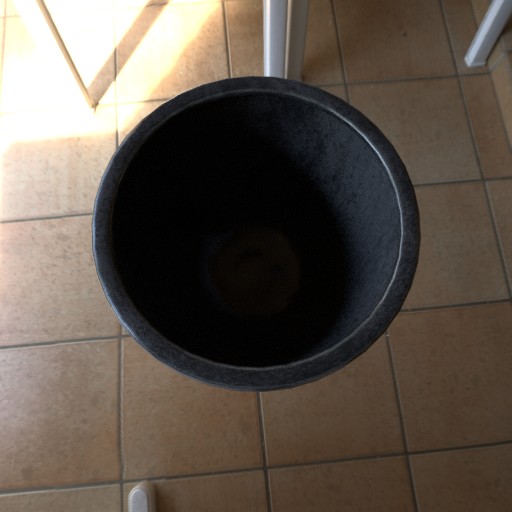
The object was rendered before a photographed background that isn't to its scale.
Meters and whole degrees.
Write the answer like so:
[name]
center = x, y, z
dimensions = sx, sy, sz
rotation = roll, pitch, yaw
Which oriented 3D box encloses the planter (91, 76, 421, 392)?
[planter]
center = 0.000, 0.000, 0.304
dimensions = 0.172, 0.160, 0.172
rotation = 0, 76, 0
